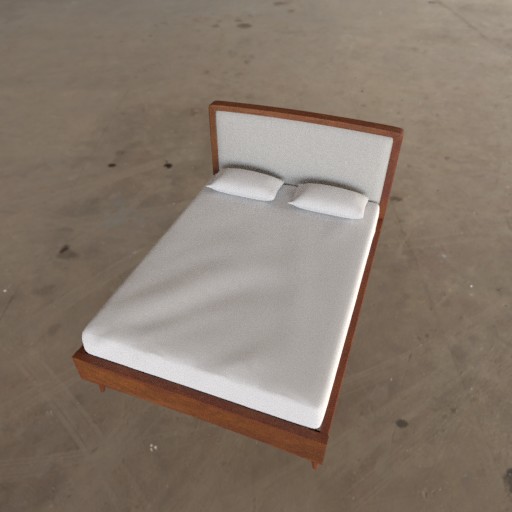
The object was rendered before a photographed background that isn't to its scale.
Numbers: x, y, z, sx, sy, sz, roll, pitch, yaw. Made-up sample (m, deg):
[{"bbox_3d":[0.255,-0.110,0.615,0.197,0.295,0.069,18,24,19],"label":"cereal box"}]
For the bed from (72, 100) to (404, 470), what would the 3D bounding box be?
[{"bbox_3d":[0.000,0.000,3.169,1.587,1.275,2.196,14,43,15],"label":"bed"}]
